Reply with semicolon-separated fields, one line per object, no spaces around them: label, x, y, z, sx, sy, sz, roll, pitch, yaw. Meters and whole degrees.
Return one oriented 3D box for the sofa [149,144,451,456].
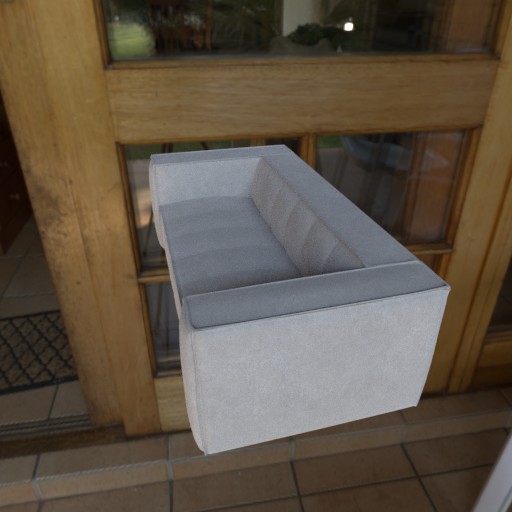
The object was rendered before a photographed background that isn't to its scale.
sofa;0.000;0.000;2.507;1.038;0.680;1.995;-8;31;-13
